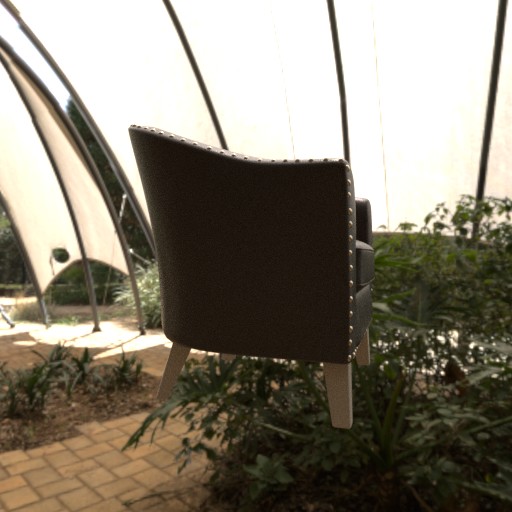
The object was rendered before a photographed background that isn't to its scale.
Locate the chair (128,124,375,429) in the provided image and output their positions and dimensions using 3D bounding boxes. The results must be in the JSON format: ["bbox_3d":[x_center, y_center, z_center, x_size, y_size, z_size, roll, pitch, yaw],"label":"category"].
[{"bbox_3d":[0.000,0.000,1.464,0.748,0.823,0.794,0,0,18],"label":"chair"}]
